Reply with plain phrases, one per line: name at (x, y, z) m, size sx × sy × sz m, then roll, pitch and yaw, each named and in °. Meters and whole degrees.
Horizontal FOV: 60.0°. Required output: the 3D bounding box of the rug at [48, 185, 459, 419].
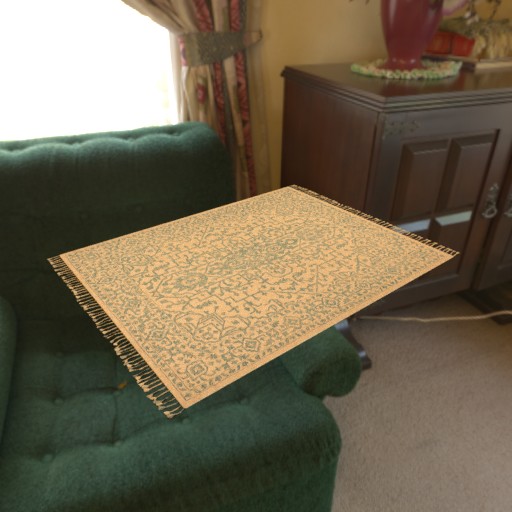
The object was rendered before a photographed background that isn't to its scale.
rug at (0.000, 0.000, 4.385) m, size 3.327 × 0.010 × 2.464 m, roll -21°, pitch 36°, yaw -33°
